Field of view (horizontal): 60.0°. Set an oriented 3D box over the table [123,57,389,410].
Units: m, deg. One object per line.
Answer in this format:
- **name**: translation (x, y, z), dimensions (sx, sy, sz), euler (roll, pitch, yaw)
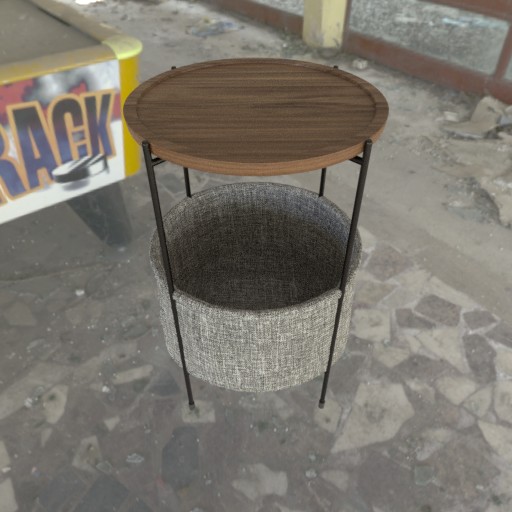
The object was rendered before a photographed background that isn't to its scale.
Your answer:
- **table**: translation (0.000, 0.000, 0.862), dimensions (0.400, 0.623, 0.400), euler (0, 41, -1)
